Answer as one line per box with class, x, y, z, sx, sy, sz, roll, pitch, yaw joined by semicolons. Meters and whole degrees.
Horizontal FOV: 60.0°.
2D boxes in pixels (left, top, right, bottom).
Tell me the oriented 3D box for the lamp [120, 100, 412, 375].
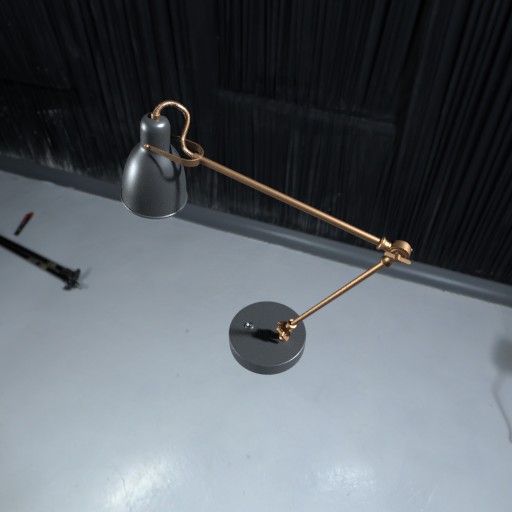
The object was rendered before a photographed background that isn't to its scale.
lamp;0.000;0.000;0.890;0.561;0.587;0.187;16;49;15
